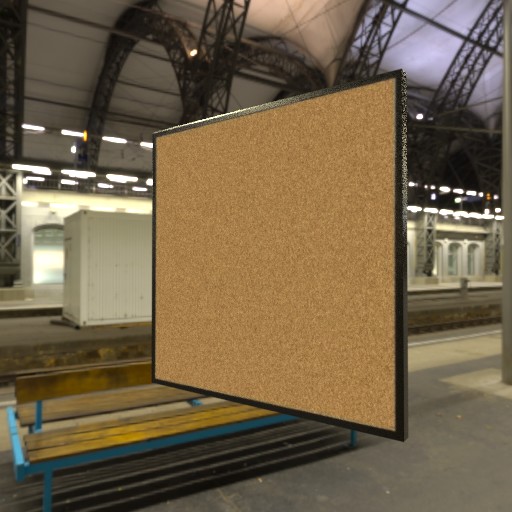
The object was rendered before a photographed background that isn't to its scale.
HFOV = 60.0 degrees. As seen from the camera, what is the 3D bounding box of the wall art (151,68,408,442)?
[{"bbox_3d":[0.000,0.000,0.522,0.349,0.349,0.014,-1,-1,36],"label":"wall art"}]
